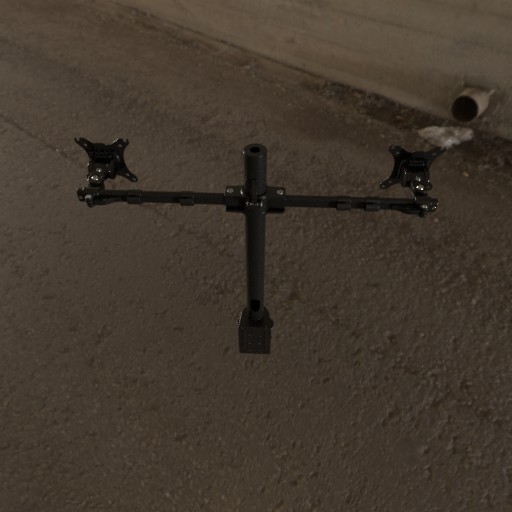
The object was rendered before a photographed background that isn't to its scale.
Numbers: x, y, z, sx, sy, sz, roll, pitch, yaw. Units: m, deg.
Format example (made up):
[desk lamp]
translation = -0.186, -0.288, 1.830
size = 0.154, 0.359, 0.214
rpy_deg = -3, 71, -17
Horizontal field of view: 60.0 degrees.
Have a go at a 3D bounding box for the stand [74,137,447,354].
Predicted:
[stand]
translation = 0.000, 0.000, 1.012
size = 0.743, 0.603, 0.150
rpy_deg = 2, 46, 2
